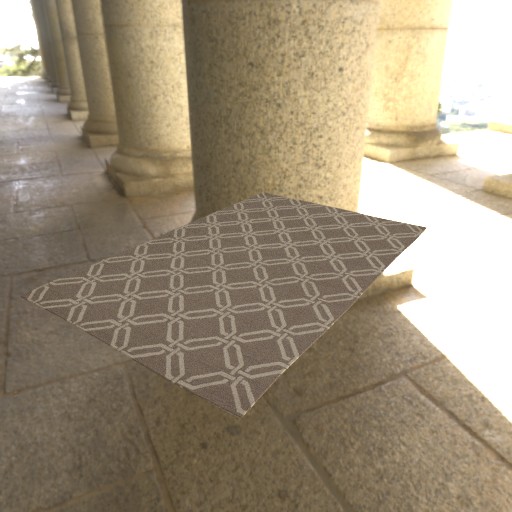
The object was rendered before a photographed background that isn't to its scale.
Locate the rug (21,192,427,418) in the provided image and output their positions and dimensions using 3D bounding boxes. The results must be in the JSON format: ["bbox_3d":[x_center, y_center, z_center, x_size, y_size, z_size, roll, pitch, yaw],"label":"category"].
[{"bbox_3d":[0.000,0.000,2.150,1.142,0.010,1.748,17,30,32],"label":"rug"}]
